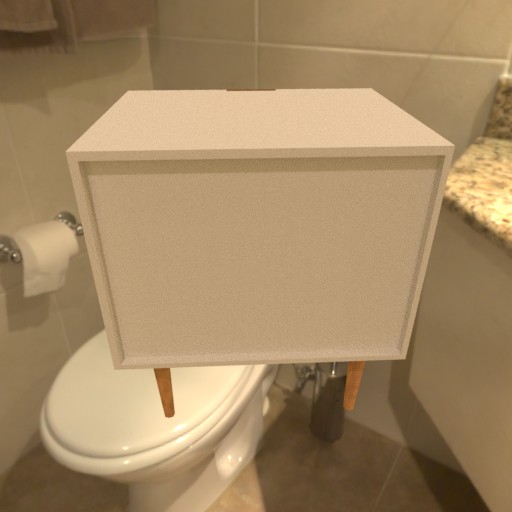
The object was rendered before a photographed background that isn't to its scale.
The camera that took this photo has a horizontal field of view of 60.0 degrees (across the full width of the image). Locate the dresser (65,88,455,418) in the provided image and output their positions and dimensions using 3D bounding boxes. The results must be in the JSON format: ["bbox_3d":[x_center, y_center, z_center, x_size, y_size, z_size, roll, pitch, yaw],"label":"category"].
[{"bbox_3d":[0.000,0.000,0.893,0.503,0.568,0.414,-1,31,-2],"label":"dresser"}]
